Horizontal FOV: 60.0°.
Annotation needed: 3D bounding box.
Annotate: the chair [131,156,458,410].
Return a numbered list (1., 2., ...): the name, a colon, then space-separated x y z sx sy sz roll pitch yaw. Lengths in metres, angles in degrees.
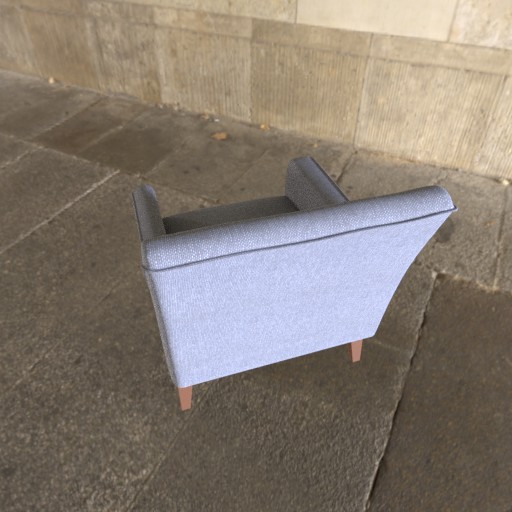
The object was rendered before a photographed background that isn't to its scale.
1. chair: 0.000 0.000 1.598 0.780 0.919 0.899 -12 43 -13
